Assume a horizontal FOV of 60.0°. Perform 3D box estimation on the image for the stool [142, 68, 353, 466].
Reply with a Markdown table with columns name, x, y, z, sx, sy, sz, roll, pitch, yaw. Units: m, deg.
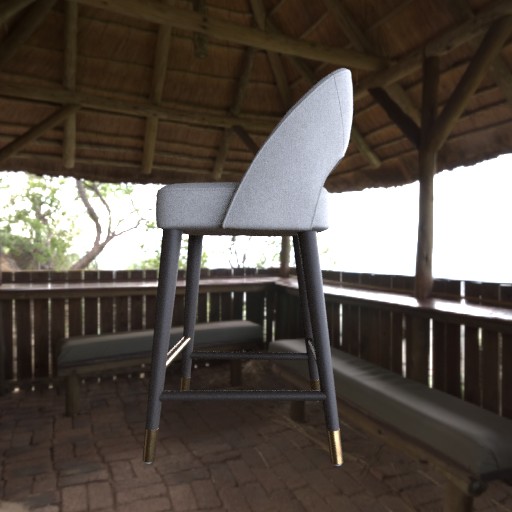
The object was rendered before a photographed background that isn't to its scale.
| name | x | y | z | sx | sy | sz | roll | pitch | yaw |
| --- | --- | --- | --- | --- | --- | --- | --- | --- | --- |
| stool | 0.000 | 0.000 | 1.220 | 0.509 | 0.940 | 0.494 | 0 | 1 | 1 |
